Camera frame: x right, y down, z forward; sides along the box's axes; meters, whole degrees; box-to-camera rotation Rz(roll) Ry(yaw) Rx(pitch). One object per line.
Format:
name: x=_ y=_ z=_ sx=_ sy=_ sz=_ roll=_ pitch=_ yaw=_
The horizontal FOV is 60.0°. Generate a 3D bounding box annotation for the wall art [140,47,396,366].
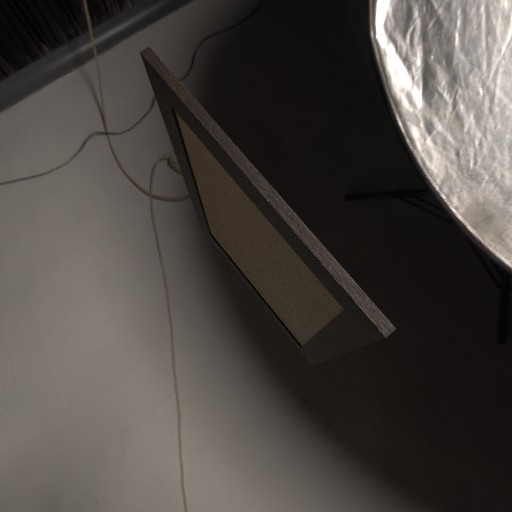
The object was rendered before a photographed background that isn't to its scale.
wall art: x=0.000 y=0.000 z=0.646 sx=0.013 sy=0.508 sz=0.359 roll=-37 pitch=77 yaw=-10
